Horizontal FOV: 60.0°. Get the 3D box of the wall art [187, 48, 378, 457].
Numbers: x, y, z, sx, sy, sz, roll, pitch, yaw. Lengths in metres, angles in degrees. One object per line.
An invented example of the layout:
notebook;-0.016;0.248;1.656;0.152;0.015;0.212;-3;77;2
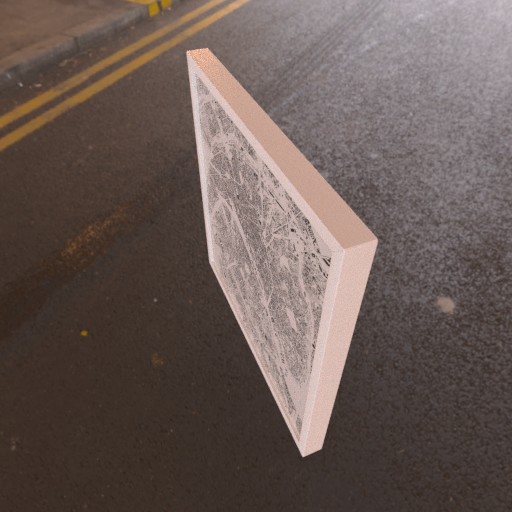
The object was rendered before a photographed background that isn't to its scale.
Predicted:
wall art;0.000;0.000;0.756;0.038;0.508;0.508;-17;48;-16
